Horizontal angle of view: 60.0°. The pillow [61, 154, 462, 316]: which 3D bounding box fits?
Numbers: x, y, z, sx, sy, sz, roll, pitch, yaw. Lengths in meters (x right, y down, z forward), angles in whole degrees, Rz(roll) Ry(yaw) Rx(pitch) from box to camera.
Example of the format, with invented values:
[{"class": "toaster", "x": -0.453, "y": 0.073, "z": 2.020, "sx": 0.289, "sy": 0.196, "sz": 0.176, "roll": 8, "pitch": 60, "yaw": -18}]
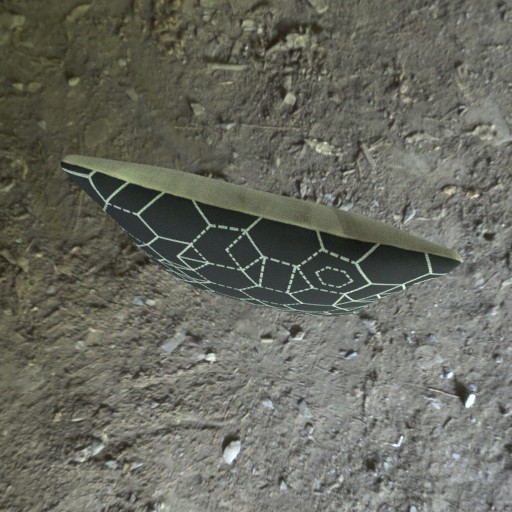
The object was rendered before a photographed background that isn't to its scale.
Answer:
[{"class": "pillow", "x": 0.000, "y": 0.000, "z": 0.794, "sx": 0.517, "sy": 0.508, "sz": 0.158, "roll": 14, "pitch": 77, "yaw": 3}]
